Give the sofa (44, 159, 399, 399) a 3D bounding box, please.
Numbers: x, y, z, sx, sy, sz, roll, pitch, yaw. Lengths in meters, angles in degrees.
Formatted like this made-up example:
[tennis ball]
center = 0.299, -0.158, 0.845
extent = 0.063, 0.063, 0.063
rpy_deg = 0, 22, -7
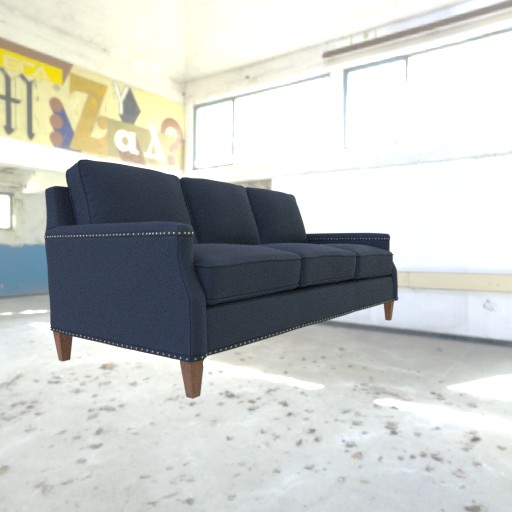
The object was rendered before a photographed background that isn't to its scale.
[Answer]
[sofa]
center = 0.000, 0.000, 2.788
extent = 1.084, 1.003, 2.246
rpy_deg = 1, 2, 36
